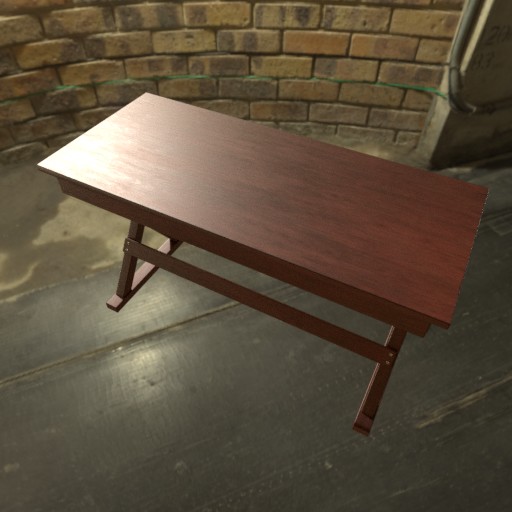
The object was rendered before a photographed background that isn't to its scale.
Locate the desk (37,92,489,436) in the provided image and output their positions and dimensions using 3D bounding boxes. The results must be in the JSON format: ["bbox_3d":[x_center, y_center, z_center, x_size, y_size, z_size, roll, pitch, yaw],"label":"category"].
[{"bbox_3d":[0.000,0.000,1.733,1.372,0.761,0.600,21,50,19],"label":"desk"}]
